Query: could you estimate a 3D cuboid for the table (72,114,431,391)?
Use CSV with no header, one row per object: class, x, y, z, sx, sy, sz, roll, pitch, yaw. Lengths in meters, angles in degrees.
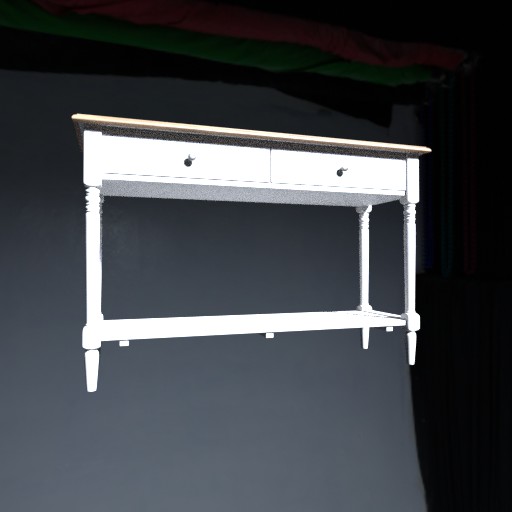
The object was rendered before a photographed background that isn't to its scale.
table,0.000,0.000,1.619,1.219,0.800,0.399,0,-1,-18
